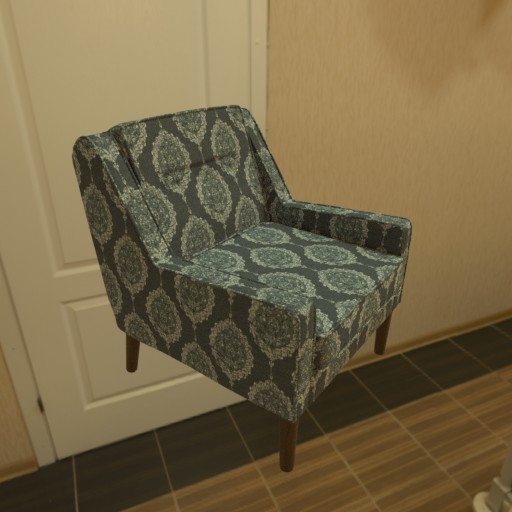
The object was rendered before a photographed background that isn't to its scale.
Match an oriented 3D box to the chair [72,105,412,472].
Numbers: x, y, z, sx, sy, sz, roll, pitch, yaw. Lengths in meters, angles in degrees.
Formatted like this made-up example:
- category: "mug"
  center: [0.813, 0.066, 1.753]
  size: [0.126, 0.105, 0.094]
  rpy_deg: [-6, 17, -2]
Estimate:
- category: "chair"
  center: [0.000, 0.000, 1.327]
  size: [0.743, 0.792, 0.663]
  rpy_deg: [18, 32, 33]
